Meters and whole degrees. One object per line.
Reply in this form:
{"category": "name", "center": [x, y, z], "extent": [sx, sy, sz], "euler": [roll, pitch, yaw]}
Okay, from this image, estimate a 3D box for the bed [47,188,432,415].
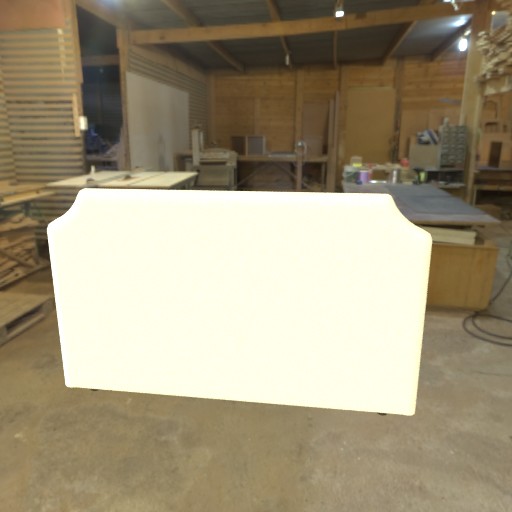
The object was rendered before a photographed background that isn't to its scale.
{"category": "bed", "center": [0.000, 0.000, 3.562], "extent": [2.160, 1.301, 2.204], "euler": [2, 16, 8]}
